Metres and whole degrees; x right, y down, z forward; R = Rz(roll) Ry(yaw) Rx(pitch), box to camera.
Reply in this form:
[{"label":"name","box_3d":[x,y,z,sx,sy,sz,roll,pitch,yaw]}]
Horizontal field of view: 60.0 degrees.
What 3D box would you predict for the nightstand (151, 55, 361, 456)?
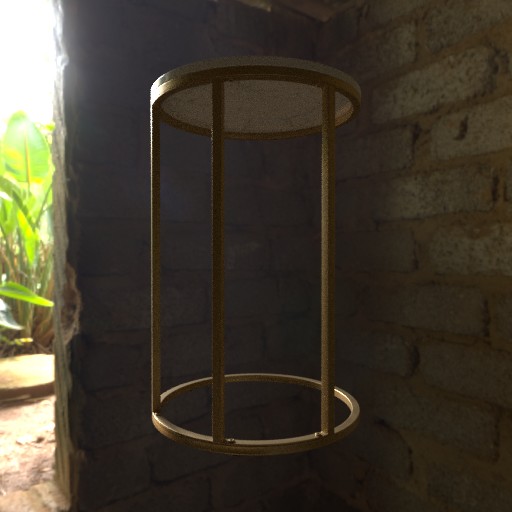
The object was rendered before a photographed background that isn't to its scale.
[{"label":"nightstand","box_3d":[0.000,0.000,0.872,0.400,0.610,0.400,0,1,18]}]
